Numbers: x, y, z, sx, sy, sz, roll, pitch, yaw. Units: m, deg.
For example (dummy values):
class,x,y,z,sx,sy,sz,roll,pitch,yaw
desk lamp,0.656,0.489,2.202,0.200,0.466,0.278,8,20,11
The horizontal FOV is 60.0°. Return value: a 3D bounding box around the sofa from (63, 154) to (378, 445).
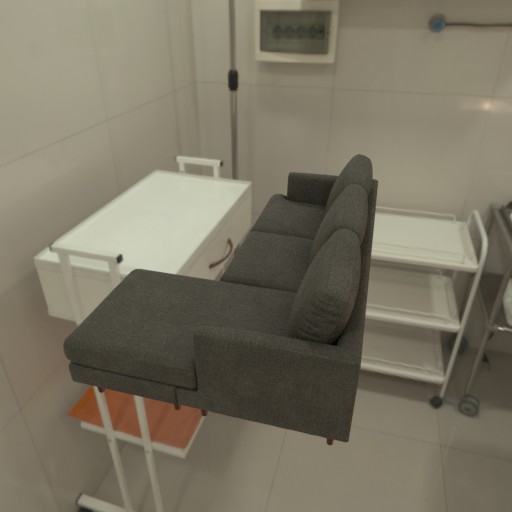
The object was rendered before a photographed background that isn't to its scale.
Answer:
class,x,y,z,sx,sy,sz,roll,pitch,yaw
sofa,0.000,0.000,3.034,1.504,0.956,2.233,8,31,13
